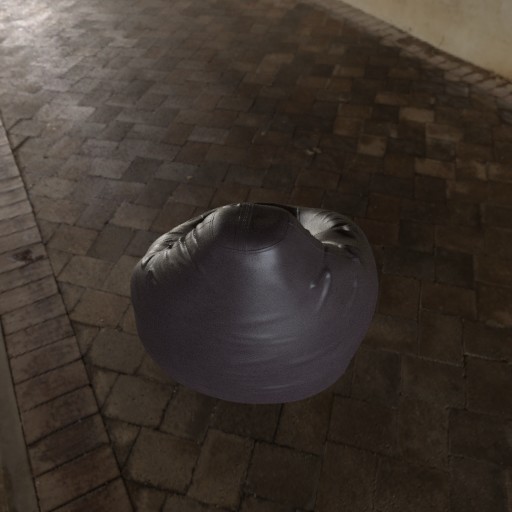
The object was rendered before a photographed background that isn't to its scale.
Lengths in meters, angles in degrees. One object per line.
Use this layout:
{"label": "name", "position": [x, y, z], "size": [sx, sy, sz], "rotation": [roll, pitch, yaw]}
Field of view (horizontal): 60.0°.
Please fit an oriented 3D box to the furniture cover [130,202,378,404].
{"label": "furniture cover", "position": [0.000, 0.000, 1.927], "size": [1.070, 0.990, 1.070], "rotation": [2, 47, 2]}
